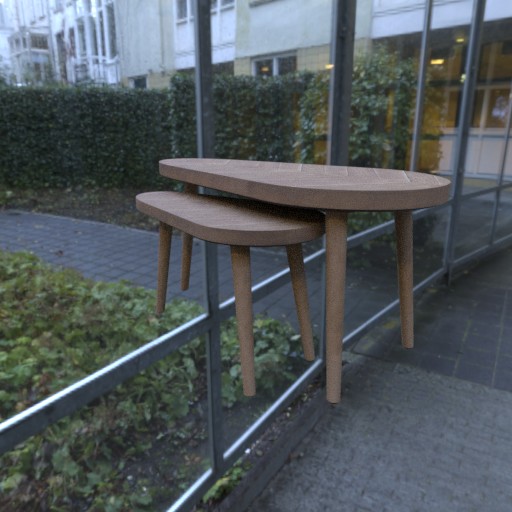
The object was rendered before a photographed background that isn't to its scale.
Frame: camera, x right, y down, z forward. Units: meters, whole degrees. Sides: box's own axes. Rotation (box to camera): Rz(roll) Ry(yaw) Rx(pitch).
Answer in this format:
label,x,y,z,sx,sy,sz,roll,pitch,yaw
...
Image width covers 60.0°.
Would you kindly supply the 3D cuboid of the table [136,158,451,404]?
label,x,y,z,sx,sy,sz,roll,pitch,yaw
table,0.000,0.000,1.561,0.701,0.595,1.190,-16,23,-43
